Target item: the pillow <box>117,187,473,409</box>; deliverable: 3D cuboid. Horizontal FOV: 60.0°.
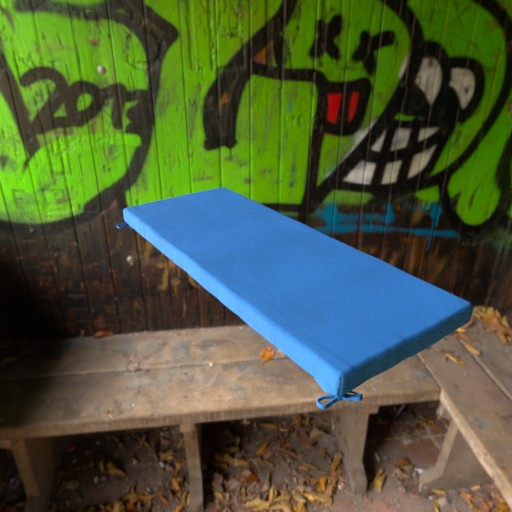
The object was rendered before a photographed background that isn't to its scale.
[{"bbox_3d":[0.000,0.000,1.369,0.492,0.081,1.187,-18,31,-31],"label":"pillow"}]
